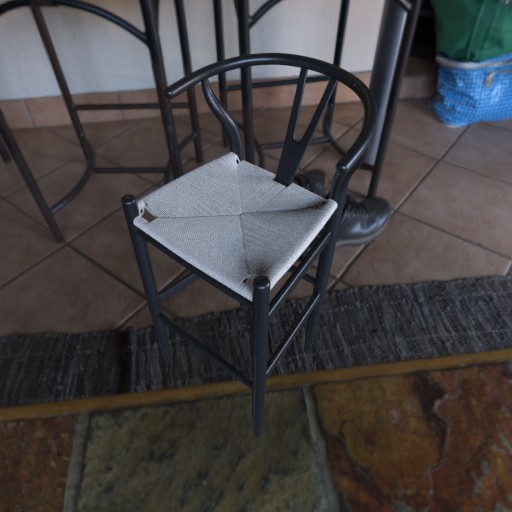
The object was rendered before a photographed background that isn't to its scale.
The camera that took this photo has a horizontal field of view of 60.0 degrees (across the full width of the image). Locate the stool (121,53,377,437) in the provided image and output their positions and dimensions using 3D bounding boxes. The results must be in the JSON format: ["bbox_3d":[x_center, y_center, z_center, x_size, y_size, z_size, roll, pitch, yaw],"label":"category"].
[{"bbox_3d":[0.000,0.000,1.430,0.569,1.072,0.579,31,53,26],"label":"stool"}]
